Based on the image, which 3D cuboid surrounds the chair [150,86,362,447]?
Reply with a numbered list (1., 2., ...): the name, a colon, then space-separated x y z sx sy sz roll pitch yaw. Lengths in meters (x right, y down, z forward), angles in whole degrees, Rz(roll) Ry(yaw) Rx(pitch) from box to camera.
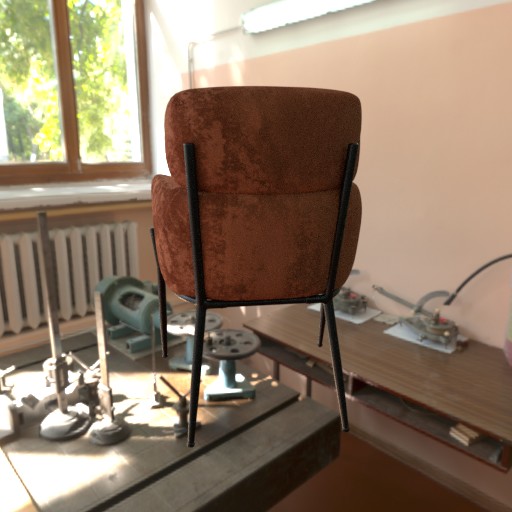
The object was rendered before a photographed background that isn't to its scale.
1. chair: 0.000 0.000 1.154 0.561 0.772 0.523 -2 13 -9
